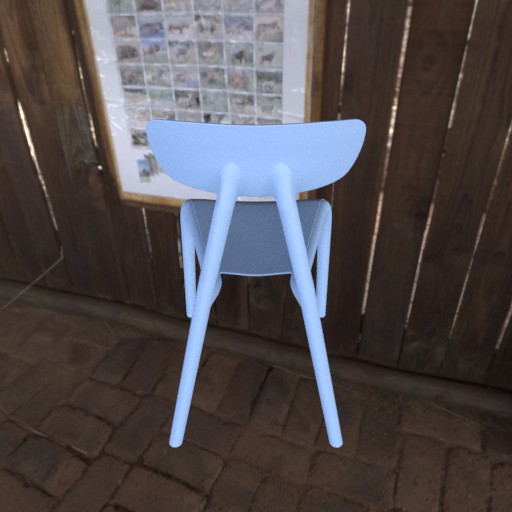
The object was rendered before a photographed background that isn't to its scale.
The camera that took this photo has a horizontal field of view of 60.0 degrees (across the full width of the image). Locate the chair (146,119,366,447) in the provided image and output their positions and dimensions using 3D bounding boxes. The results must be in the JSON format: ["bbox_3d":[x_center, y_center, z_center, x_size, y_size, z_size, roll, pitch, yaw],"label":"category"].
[{"bbox_3d":[0.000,0.000,0.834,0.356,0.580,0.401,0,31,0],"label":"chair"}]
